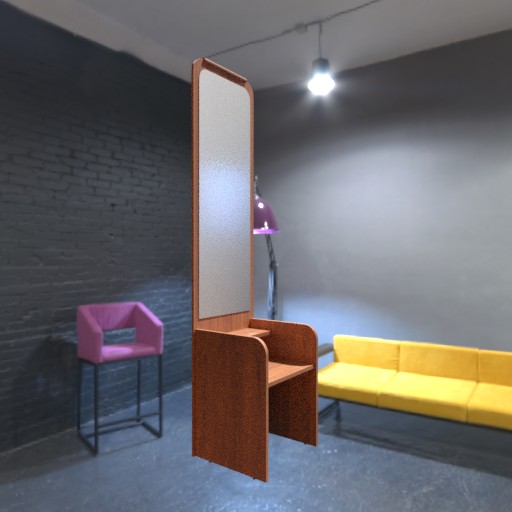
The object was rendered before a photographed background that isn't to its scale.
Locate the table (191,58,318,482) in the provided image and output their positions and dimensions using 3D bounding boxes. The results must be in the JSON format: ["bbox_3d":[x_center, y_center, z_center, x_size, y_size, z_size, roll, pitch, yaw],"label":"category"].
[{"bbox_3d":[0.000,0.000,2.069,0.420,1.830,0.450,0,1,37],"label":"table"}]
